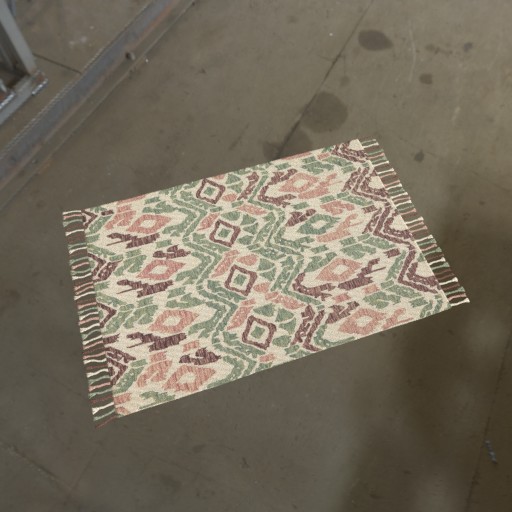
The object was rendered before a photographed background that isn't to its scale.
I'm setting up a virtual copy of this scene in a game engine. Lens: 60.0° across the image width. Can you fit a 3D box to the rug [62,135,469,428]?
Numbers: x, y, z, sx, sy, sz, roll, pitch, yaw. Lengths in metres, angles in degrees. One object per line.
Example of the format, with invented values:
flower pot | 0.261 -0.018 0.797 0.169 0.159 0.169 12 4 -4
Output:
rug | 0.000 0.000 3.009 2.438 0.011 1.524 -16 64 -8
